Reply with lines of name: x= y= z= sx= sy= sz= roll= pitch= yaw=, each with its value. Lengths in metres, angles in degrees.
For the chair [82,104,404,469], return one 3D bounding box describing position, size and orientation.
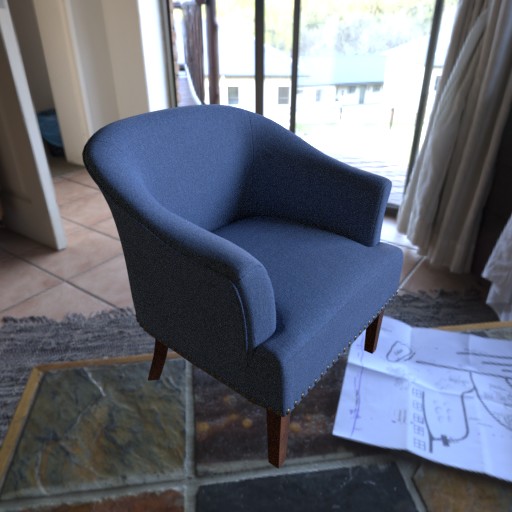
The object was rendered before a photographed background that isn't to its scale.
chair: x=0.000 y=0.000 z=1.374 sx=0.704 sy=0.815 sz=0.798 roll=20 pitch=34 yaw=33
